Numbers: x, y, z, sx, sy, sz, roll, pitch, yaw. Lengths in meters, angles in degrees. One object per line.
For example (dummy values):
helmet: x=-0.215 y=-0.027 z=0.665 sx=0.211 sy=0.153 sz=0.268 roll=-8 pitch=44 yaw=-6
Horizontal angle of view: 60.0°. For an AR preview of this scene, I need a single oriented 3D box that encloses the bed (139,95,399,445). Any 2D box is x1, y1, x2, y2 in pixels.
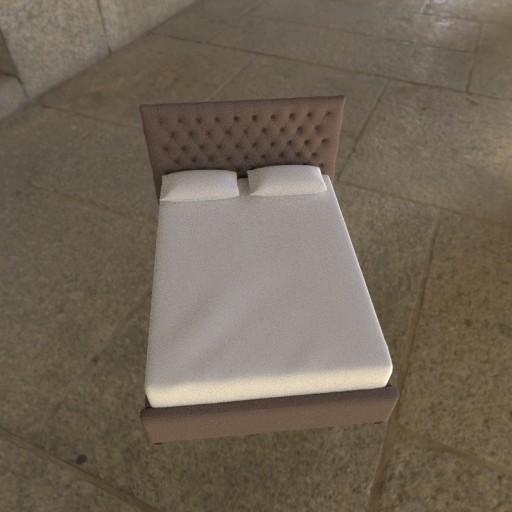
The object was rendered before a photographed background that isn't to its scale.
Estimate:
bed: x=0.000 y=0.000 z=3.390 sx=1.696 sy=1.426 sz=2.233 roll=-4 pitch=47 yaw=-4
